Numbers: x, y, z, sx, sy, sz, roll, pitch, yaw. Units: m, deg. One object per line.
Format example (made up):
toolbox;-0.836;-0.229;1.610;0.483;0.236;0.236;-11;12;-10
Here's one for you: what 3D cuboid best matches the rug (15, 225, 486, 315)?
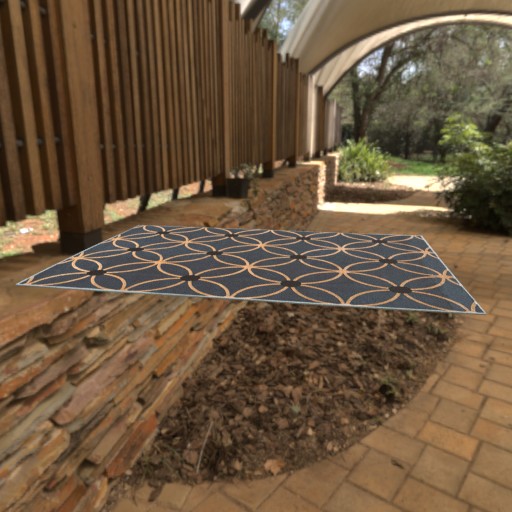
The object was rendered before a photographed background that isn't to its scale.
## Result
rug;0.000;0.000;2.818;2.284;0.008;1.522;3;16;9
